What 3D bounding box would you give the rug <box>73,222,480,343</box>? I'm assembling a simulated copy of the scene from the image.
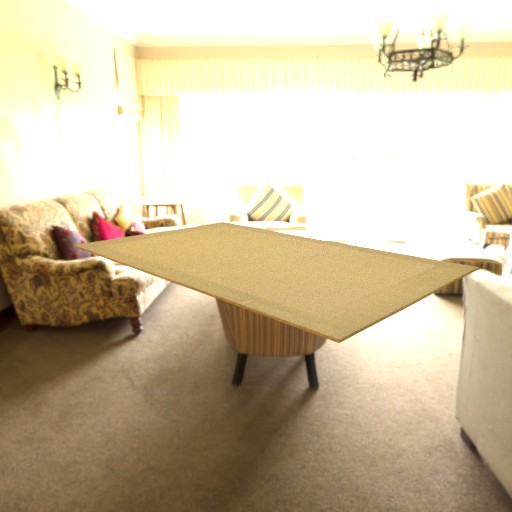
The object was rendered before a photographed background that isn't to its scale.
[{"bbox_3d":[0.000,0.000,3.084,2.438,0.014,1.524,13,19,43],"label":"rug"}]
